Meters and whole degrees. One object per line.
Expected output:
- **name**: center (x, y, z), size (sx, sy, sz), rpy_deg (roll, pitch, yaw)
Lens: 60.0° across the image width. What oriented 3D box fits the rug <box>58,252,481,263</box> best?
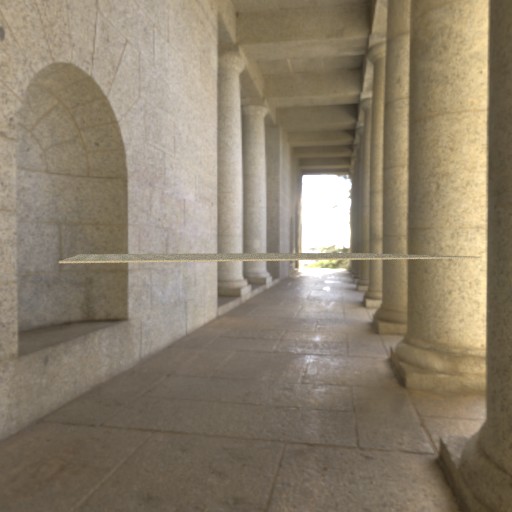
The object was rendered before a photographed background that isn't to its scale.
- **rug**: center (0.000, 0.000, 2.370), size (1.828, 0.007, 1.220), rpy_deg (0, 1, -19)
